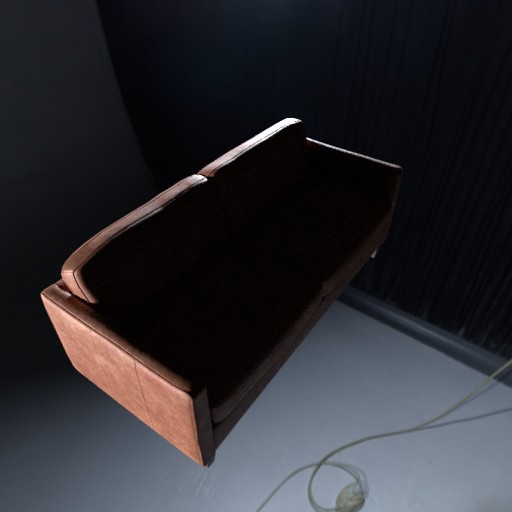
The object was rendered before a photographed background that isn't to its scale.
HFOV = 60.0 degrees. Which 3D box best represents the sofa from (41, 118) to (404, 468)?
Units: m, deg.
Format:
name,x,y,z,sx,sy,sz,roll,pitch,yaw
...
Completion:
name,x,y,z,sx,sy,sz,roll,pitch,yaw
sofa,0.000,0.000,2.468,0.923,0.863,1.971,25,47,26
